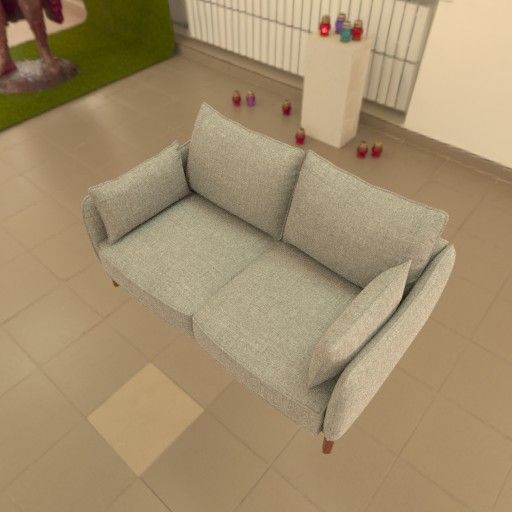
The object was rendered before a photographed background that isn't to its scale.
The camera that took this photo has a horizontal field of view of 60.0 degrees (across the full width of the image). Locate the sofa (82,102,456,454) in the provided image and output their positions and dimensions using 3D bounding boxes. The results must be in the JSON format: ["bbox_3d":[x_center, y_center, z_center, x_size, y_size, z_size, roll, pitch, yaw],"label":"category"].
[{"bbox_3d":[0.000,0.000,2.152,1.580,0.851,0.972,31,54,26],"label":"sofa"}]
